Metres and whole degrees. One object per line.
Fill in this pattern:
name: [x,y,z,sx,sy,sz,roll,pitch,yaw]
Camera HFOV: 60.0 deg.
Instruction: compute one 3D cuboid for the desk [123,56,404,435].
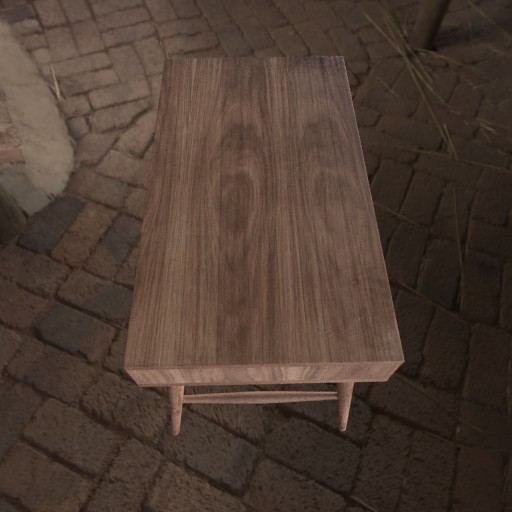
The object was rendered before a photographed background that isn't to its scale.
desk: [0.000,0.000,1.421,0.588,0.758,0.949,-1,59,-1]
